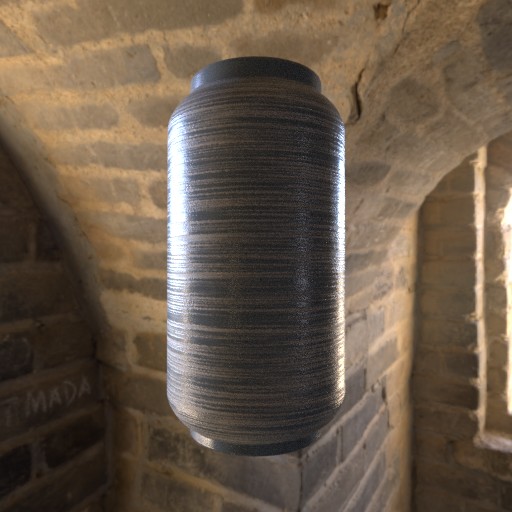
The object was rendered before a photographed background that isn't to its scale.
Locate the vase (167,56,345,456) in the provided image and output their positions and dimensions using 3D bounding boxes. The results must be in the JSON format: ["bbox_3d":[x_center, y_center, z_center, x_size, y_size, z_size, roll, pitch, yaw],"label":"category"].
[{"bbox_3d":[0.000,0.000,0.296,0.116,0.230,0.116,0,-1,0],"label":"vase"}]
